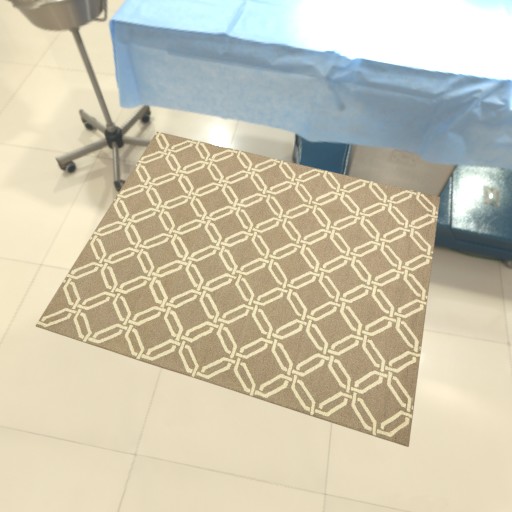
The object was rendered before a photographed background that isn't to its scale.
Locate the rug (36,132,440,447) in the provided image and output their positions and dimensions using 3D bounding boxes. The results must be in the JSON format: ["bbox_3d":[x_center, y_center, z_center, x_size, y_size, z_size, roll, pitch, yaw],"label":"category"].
[{"bbox_3d":[0.000,0.000,3.808,2.895,0.018,2.288,15,59,9],"label":"rug"}]
